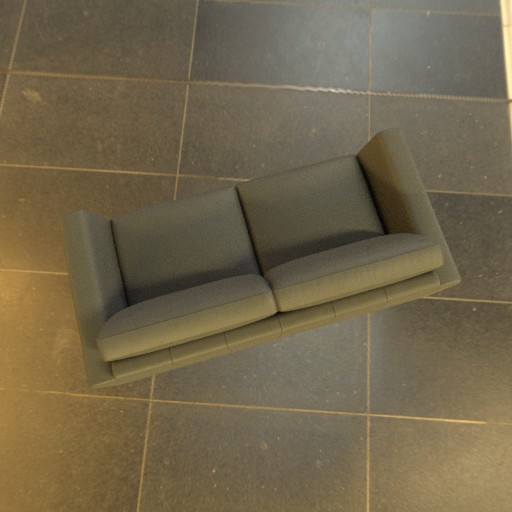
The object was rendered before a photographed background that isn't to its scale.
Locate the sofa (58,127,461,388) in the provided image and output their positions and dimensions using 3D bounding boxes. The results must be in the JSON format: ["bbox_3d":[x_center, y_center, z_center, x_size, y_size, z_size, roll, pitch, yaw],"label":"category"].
[{"bbox_3d":[0.000,0.000,2.541,2.017,0.875,0.953,-15,76,-4],"label":"sofa"}]
